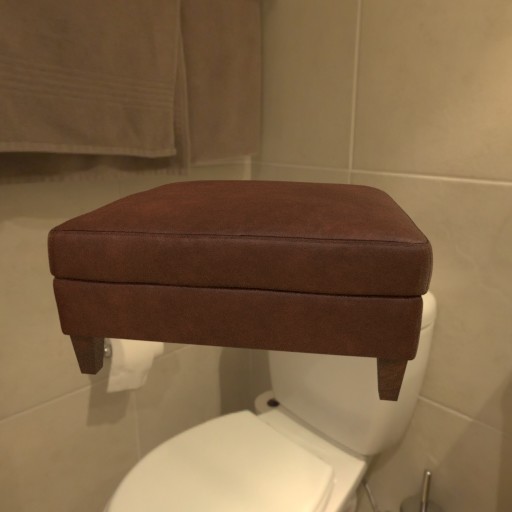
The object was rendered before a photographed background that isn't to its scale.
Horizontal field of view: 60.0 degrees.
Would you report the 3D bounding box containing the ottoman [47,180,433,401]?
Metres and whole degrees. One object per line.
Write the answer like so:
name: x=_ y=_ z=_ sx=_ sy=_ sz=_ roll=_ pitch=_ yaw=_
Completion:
ottoman: x=0.000 y=0.000 z=1.328 sx=0.836 sy=0.415 sz=0.844 roll=2 pitch=16 yaw=8
